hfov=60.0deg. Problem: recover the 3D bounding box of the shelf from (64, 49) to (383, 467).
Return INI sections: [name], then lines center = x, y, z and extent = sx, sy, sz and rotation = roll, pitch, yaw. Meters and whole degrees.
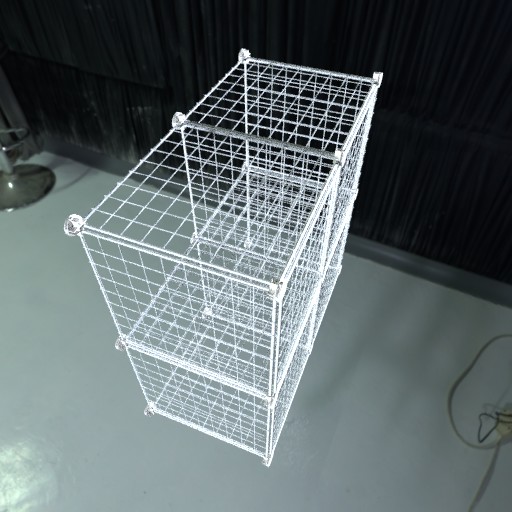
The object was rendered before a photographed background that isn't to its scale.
[shelf]
center = 0.000, 0.000, 1.119
extent = 0.356, 0.711, 0.711
rotation = 17, 49, 15
